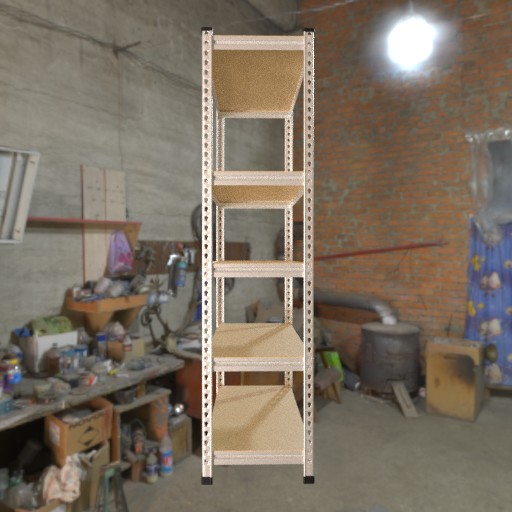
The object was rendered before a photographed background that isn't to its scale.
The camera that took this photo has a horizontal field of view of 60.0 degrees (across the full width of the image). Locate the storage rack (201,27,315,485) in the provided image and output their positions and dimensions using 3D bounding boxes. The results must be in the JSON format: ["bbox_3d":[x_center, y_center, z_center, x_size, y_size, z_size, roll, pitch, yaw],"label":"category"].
[{"bbox_3d":[0.000,0.000,2.230,0.457,1.829,0.914,0,0,-1],"label":"storage rack"}]
